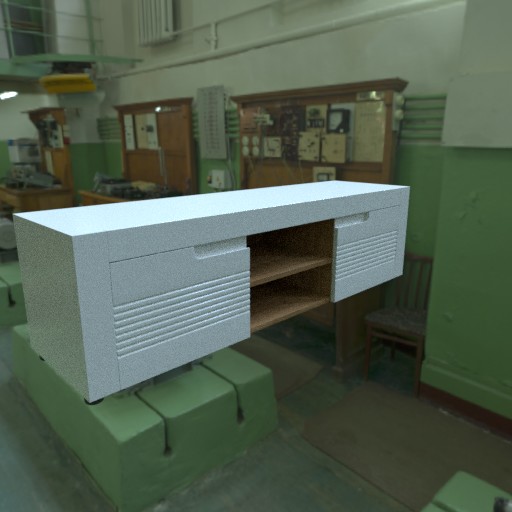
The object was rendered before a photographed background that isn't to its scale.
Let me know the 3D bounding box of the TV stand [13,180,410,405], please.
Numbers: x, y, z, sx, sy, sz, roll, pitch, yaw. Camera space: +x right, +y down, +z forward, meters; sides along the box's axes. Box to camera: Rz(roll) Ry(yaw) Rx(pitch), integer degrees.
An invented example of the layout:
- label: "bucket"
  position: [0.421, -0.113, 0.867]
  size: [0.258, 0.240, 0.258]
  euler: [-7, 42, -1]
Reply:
- label: "TV stand"
  position: [0.000, 0.000, 1.658]
  size: [1.500, 0.440, 0.410]
  euler: [-14, 20, -42]
